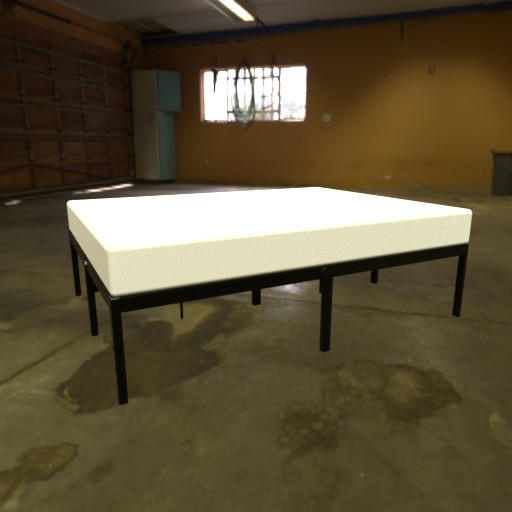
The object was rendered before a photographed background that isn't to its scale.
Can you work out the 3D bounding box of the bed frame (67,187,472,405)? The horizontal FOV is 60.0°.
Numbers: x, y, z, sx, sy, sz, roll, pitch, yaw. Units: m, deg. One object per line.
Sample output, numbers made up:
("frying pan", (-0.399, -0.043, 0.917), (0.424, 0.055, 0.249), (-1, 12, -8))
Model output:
("bed frame", (0.000, 0.000, 2.834), (2.072, 0.659, 1.557), (-7, 16, -27))
